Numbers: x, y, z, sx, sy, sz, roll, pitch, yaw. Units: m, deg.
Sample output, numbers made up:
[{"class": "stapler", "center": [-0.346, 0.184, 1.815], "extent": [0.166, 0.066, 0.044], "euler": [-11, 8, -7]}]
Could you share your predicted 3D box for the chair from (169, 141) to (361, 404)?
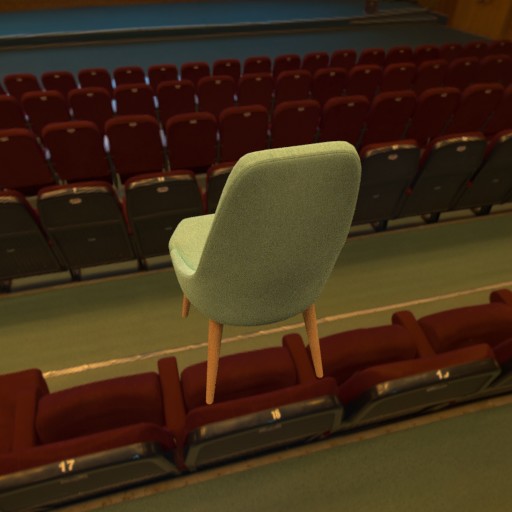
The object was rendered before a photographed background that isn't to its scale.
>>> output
[{"class": "chair", "center": [0.000, 0.000, 1.379], "extent": [0.510, 1.040, 0.660], "euler": [-10, 42, -11]}]
